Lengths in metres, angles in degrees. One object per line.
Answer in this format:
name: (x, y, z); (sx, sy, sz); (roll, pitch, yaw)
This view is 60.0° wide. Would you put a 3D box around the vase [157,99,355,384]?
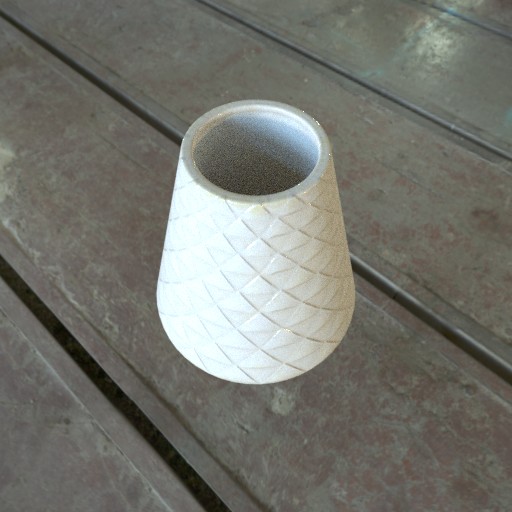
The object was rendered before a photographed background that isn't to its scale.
vase: (0.000, 0.000, 0.354); (0.175, 0.230, 0.175); (0, 56, 0)
